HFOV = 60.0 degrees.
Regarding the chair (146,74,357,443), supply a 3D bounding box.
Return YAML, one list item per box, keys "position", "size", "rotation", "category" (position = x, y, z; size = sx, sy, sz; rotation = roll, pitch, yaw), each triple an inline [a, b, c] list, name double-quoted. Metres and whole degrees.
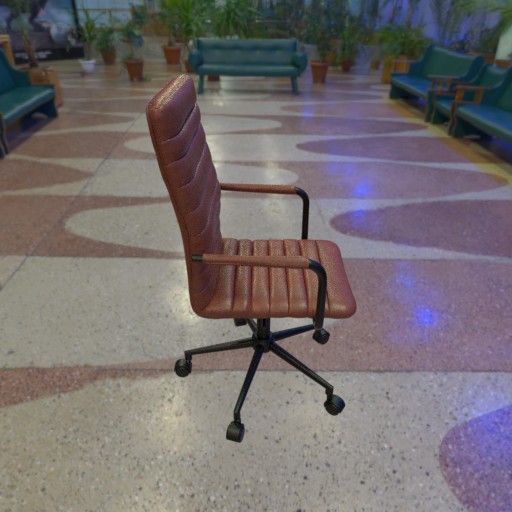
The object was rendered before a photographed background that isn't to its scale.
- position: [0.000, 0.000, 1.341]
  size: [0.580, 0.979, 0.608]
  rotation: [0, 31, 0]
  category: "chair"
